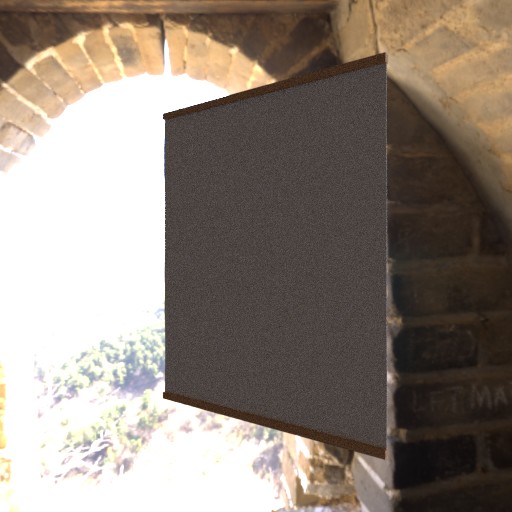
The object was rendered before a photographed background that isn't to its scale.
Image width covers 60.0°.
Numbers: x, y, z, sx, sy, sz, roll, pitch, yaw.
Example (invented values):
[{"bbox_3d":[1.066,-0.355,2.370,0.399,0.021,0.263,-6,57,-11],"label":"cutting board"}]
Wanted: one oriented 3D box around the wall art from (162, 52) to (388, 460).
[{"bbox_3d":[0.000,0.000,0.673,0.404,0.507,0.010,0,0,36],"label":"wall art"}]
